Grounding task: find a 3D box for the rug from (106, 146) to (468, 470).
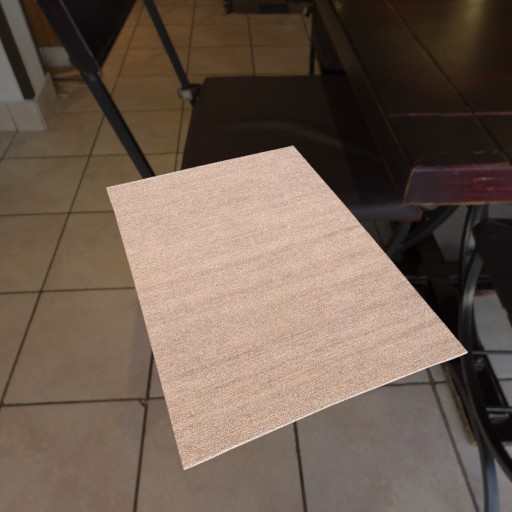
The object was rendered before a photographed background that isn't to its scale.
[{"bbox_3d":[0.000,0.000,2.955,1.624,0.030,2.264,-16,48,-15],"label":"rug"}]
